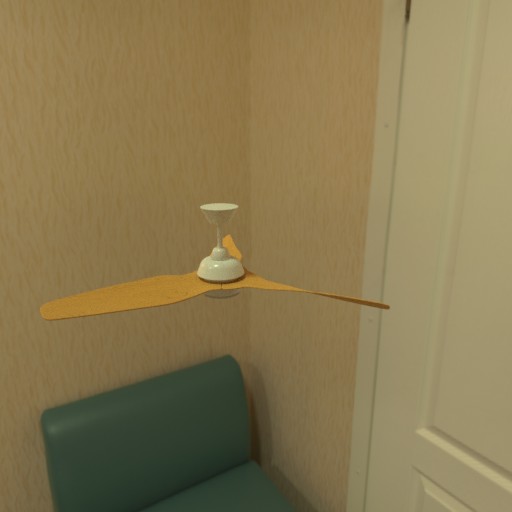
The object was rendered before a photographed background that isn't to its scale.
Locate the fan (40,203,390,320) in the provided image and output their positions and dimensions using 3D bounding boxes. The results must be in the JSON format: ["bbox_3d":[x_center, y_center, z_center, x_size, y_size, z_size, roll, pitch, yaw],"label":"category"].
[{"bbox_3d":[0.000,0.000,1.670,1.010,0.355,1.142,8,18,25],"label":"fan"}]
